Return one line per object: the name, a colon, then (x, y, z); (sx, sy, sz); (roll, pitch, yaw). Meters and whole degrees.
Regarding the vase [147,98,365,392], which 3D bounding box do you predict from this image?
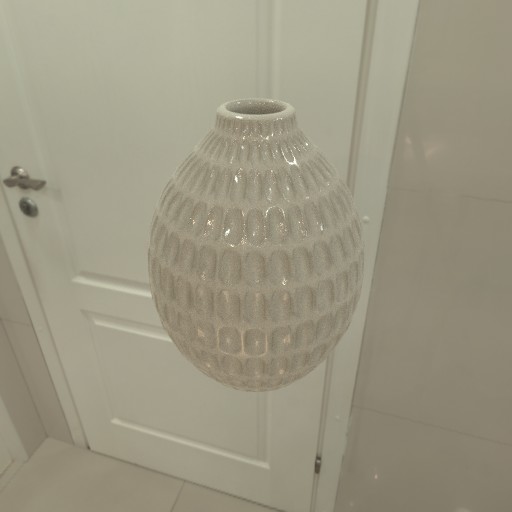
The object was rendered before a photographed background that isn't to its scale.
vase: (0.000, 0.000, 0.338); (0.162, 0.223, 0.162); (0, 32, 0)
